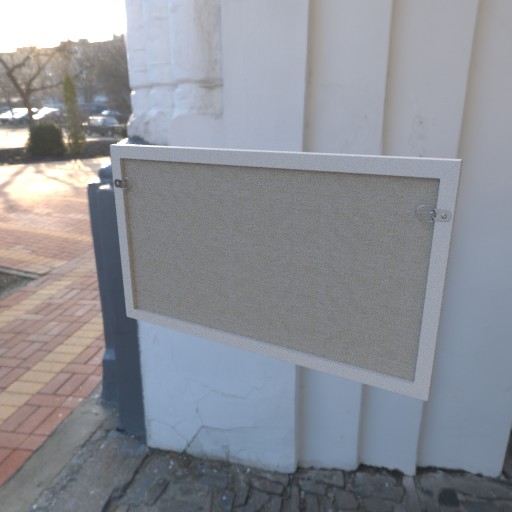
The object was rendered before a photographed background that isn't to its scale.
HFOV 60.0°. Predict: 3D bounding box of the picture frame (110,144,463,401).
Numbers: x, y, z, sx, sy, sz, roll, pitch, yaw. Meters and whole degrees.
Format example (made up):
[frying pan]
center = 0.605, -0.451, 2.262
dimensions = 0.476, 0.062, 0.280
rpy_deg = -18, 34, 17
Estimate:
[picture frame]
center = 0.000, 0.000, 0.814
dimensions = 0.647, 0.379, 0.044
rpy_deg = 10, 20, 27
